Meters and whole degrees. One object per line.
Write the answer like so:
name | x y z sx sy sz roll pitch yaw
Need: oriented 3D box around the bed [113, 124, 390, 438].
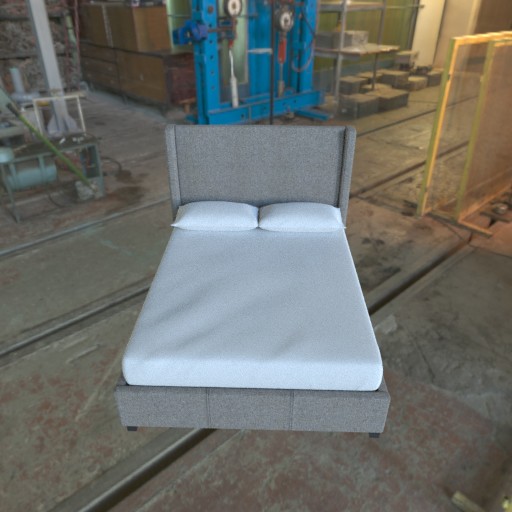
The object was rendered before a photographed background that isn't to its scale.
bed | 0.000 0.000 3.497 1.714 1.481 2.245 1 32 2
